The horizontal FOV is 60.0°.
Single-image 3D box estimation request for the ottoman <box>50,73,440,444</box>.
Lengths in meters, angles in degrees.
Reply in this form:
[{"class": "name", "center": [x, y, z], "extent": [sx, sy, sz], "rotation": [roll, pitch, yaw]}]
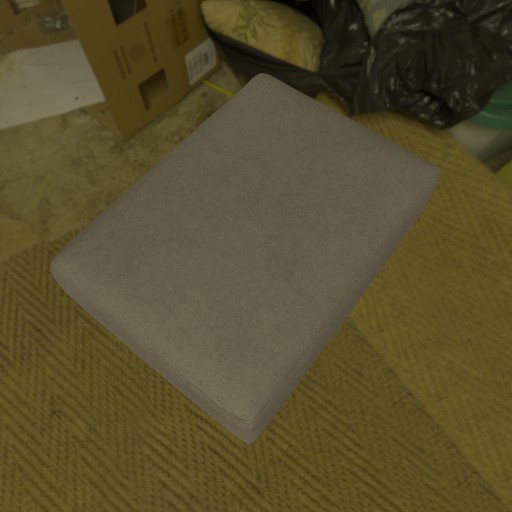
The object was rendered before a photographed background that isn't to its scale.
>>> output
[{"class": "ottoman", "center": [0.000, 0.000, 1.167], "extent": [0.574, 0.497, 0.773], "rotation": [35, 67, 17]}]
